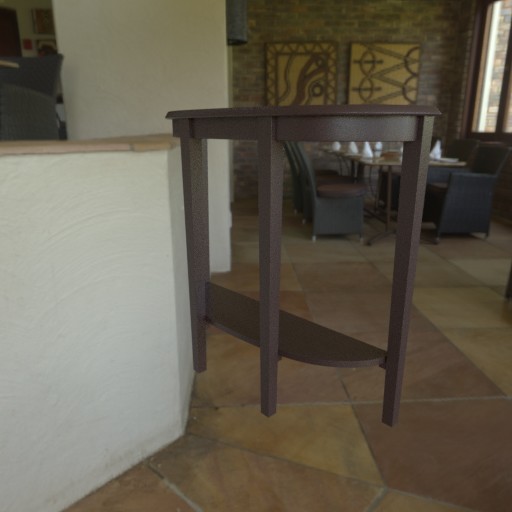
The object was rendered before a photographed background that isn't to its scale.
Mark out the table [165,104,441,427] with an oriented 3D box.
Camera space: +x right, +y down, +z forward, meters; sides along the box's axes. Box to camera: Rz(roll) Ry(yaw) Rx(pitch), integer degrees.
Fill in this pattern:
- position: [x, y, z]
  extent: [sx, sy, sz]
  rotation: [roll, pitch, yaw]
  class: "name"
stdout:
- position: [0.000, 0.000, 1.323]
  extent: [0.274, 0.831, 0.909]
  rotation: [-15, 22, -42]
  class: "table"
